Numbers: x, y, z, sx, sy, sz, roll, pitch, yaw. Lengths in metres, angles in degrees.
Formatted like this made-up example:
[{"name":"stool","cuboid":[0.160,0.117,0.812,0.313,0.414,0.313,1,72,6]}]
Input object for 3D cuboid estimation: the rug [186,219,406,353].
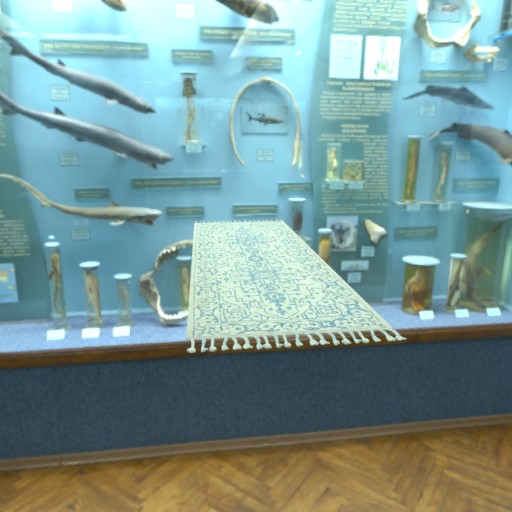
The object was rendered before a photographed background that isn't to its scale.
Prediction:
[{"name":"rug","cuboid":[0.000,0.000,2.688,0.774,0.011,2.449,-2,15,-7]}]
